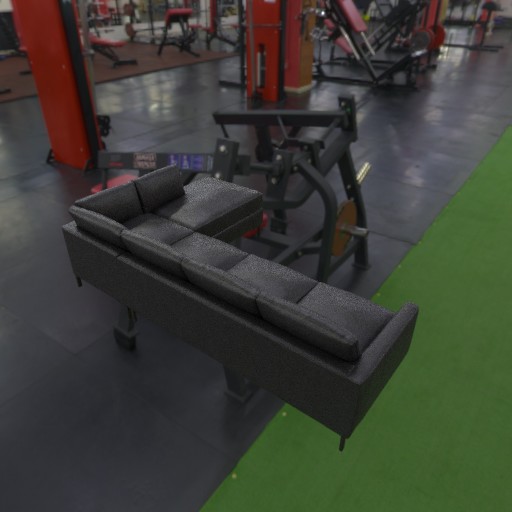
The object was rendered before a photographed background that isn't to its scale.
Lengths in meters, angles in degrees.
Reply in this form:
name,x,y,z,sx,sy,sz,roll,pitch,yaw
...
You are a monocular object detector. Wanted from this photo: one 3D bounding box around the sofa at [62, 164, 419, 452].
name,x,y,z,sx,sy,sz,roll,pitch,yaw
sofa,0.000,0.000,3.937,2.984,0.877,1.938,22,38,31
